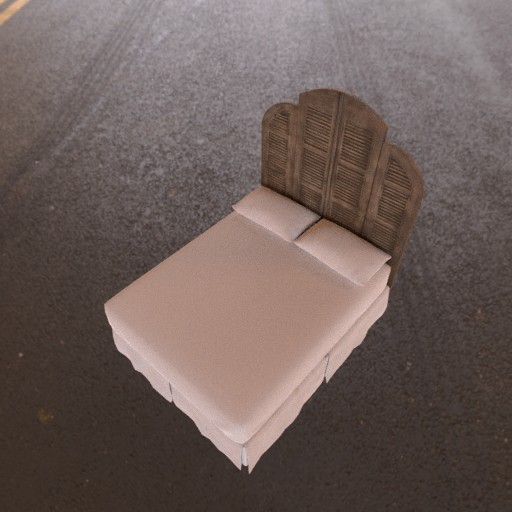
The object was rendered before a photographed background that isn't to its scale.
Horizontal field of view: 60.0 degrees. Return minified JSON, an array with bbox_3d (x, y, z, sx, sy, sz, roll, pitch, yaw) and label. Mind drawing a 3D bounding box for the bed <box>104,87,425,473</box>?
[{"bbox_3d":[0.000,0.000,3.556,1.713,2.019,2.138,33,55,27],"label":"bed"}]
